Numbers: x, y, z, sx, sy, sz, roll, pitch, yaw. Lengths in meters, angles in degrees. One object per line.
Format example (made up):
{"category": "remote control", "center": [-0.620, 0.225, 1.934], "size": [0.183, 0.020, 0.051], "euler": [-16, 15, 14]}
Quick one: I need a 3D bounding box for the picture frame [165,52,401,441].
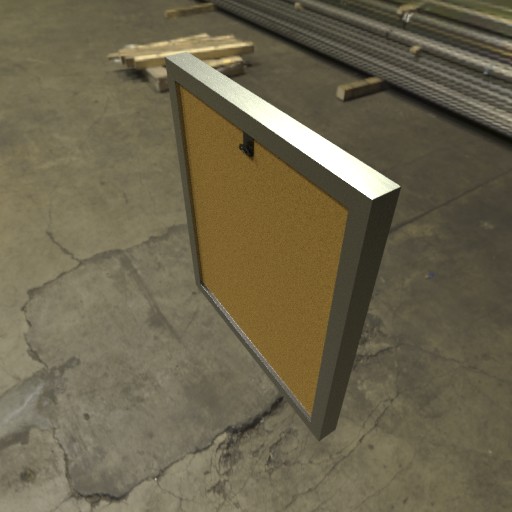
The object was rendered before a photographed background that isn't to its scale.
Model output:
{"category": "picture frame", "center": [0.000, 0.000, 1.376], "size": [0.073, 0.968, 0.839], "euler": [-25, 49, -24]}
